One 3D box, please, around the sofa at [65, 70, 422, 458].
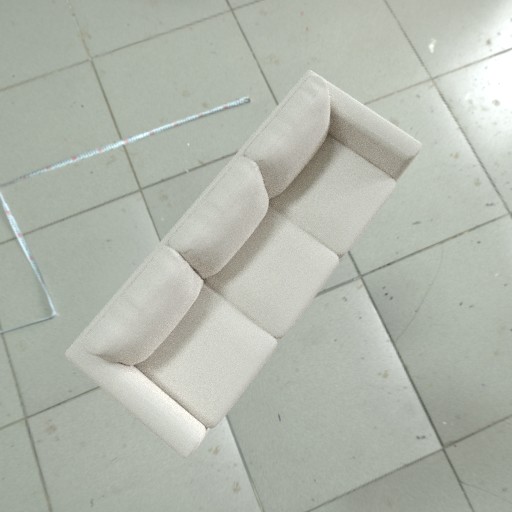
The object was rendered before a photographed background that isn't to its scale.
[{"bbox_3d":[0.000,0.000,2.510,0.802,0.912,2.029,37,79,9],"label":"sofa"}]
